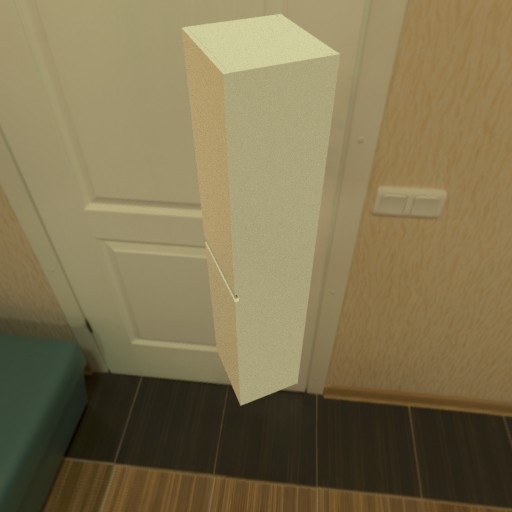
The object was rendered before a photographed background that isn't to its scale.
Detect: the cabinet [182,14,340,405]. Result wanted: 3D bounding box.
[{"bbox_3d":[0.000,0.000,1.514,0.269,1.400,0.300,-17,47,-16],"label":"cabinet"}]
